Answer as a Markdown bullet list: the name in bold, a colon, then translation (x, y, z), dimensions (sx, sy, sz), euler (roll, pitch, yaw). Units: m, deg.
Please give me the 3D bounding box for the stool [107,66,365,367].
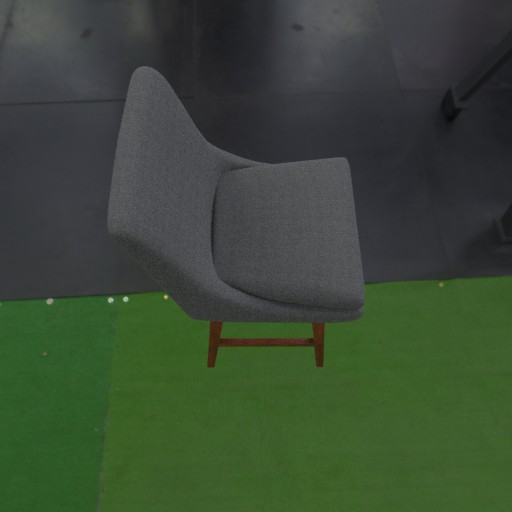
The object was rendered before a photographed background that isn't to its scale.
- **stool**: translation (0.000, 0.000, 1.251), dimensions (0.524, 0.977, 0.447), euler (0, 63, 0)
